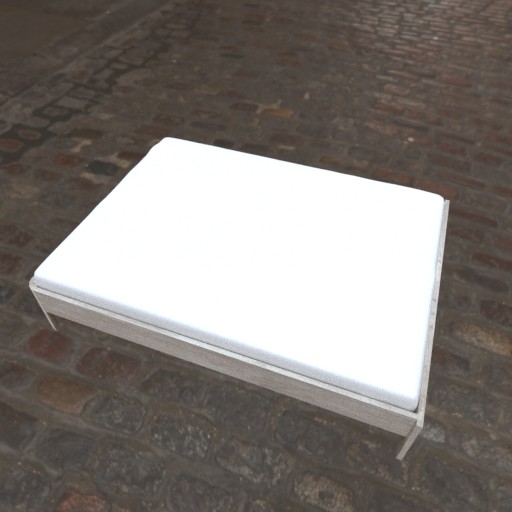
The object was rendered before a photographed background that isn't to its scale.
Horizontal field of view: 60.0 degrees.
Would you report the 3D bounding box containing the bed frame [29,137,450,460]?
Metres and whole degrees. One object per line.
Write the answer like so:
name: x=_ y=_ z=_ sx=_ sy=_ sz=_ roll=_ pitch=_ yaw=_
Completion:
bed frame: x=0.000 y=0.000 z=2.533 sx=1.950 sy=0.462 sz=1.490 roll=15 pitch=48 yaw=14
